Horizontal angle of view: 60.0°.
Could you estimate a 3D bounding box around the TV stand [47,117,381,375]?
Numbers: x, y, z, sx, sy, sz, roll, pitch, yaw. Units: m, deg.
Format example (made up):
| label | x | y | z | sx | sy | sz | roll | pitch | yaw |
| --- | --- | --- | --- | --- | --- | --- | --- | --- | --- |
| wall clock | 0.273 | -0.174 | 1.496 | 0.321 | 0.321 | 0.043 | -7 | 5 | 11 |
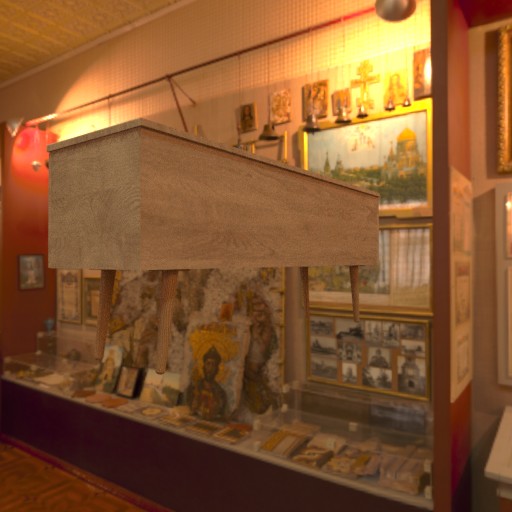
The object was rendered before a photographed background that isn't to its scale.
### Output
| label | x | y | z | sx | sy | sz | roll | pitch | yaw |
| --- | --- | --- | --- | --- | --- | --- | --- | --- | --- |
| TV stand | 0.000 | 0.000 | 1.557 | 0.401 | 0.565 | 1.313 | 0 | -1 | 37 |
